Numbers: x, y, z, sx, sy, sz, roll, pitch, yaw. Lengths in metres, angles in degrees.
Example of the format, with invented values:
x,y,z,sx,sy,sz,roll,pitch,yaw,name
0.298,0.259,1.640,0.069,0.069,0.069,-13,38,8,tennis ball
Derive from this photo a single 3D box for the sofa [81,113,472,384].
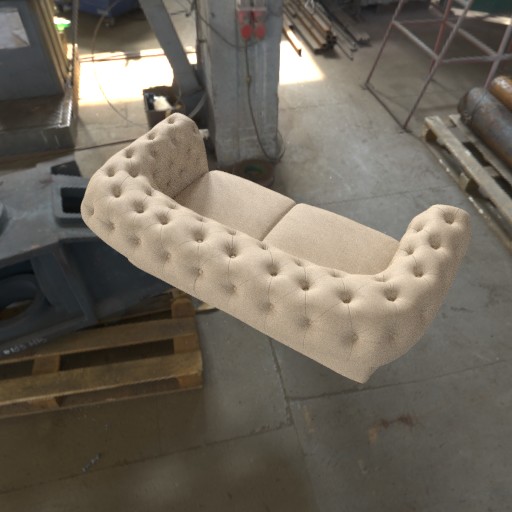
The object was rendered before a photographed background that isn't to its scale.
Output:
x,y,z,sx,sy,sz,roll,pitch,yaw,name
0.000,0.000,2.525,1.988,0.835,1.069,24,51,22,sofa
